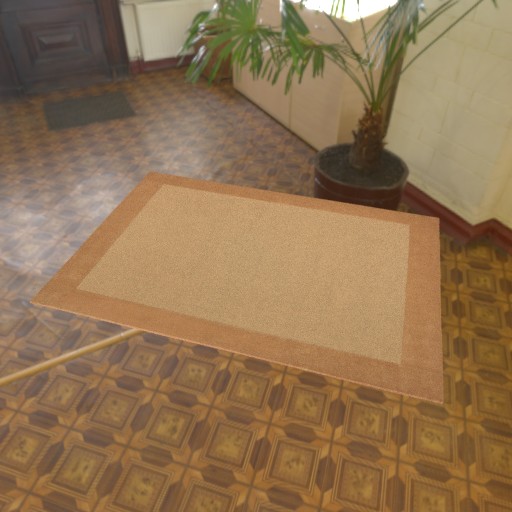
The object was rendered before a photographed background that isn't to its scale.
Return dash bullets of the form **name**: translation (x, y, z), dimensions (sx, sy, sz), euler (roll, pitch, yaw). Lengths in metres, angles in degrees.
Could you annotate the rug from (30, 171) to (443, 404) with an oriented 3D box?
- **rug**: translation (0.000, 0.000, 2.299), dimensions (1.829, 0.014, 1.219), euler (11, 42, 12)
